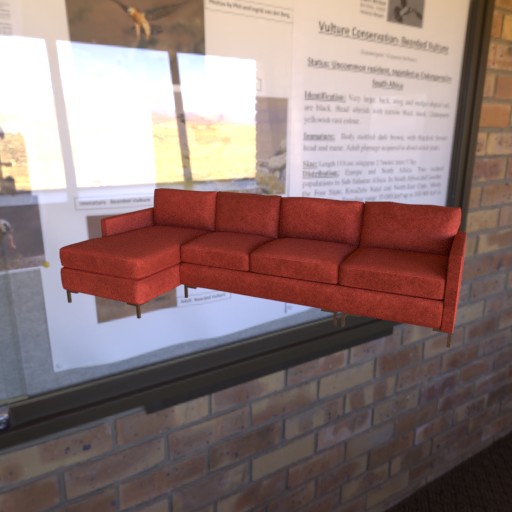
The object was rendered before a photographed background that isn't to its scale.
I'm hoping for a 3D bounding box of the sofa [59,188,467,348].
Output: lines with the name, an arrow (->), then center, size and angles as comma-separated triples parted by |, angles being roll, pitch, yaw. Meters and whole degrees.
sofa -> 0.000, 0.000, 4.024 | 3.400, 0.967, 1.500 | 7, 17, 25
